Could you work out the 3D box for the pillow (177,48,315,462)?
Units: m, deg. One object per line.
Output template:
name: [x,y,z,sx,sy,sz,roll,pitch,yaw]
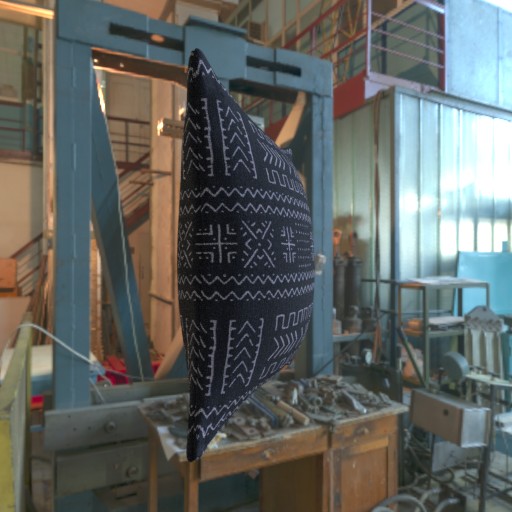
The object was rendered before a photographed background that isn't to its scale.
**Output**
pillow: [0.000,0.000,0.662,0.164,0.430,0.438,0,0,17]
